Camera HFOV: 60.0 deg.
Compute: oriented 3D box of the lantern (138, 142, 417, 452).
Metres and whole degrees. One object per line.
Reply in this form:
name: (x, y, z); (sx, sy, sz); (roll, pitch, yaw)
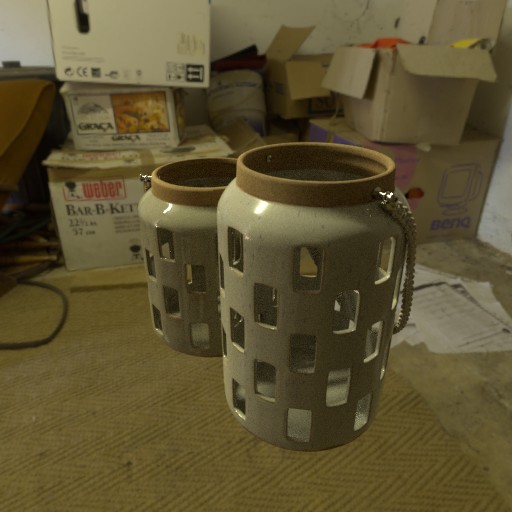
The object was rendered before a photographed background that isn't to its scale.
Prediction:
lantern: (0.000, 0.000, 0.489); (0.184, 0.255, 0.347); (-19, 32, -33)
